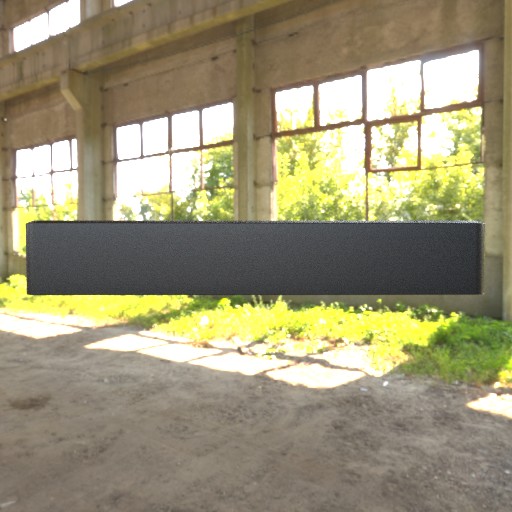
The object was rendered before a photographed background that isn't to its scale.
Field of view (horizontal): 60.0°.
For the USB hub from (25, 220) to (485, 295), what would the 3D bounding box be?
[{"bbox_3d":[0.000,0.000,0.158,0.145,0.023,0.044,0,1,-1],"label":"USB hub"}]
